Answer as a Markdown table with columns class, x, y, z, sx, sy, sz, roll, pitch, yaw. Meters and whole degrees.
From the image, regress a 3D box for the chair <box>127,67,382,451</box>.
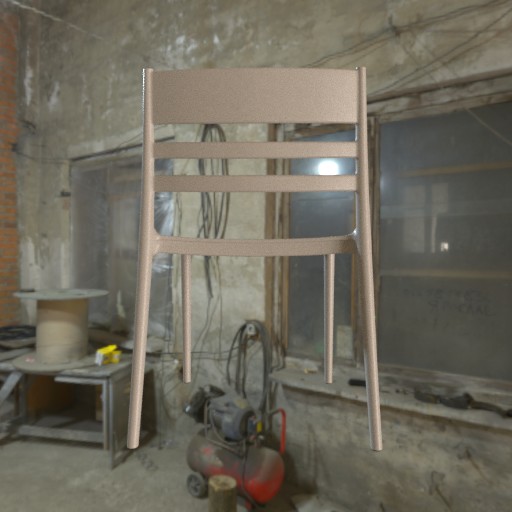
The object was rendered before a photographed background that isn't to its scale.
| class | x | y | z | sx | sy | sz | roll | pitch | yaw |
| --- | --- | --- | --- | --- | --- | --- | --- | --- | --- |
| chair | 0.000 | 0.000 | 1.150 | 0.531 | 0.800 | 0.511 | 0 | 0 | 1 |
